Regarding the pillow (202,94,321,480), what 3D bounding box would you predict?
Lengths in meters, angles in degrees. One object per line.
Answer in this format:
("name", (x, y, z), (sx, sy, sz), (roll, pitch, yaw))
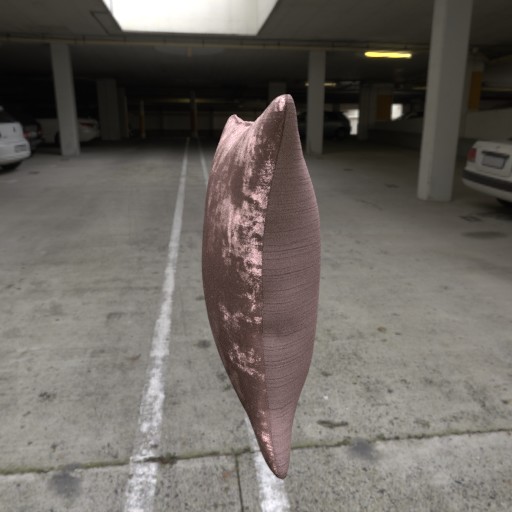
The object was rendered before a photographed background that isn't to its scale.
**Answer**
("pillow", (0.000, 0.000, 0.722), (0.175, 0.464, 0.470), (-2, 15, -8))
